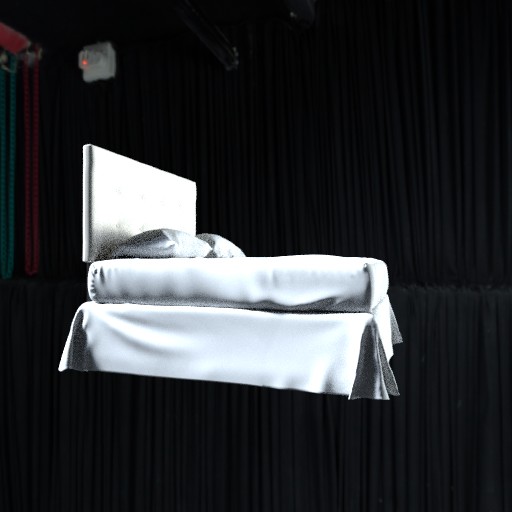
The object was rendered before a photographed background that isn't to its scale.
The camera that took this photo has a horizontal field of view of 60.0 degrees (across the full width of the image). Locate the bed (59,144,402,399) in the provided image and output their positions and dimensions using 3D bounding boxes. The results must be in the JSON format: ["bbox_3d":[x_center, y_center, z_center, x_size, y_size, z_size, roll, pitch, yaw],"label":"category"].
[{"bbox_3d":[0.000,0.000,3.570,2.222,1.577,1.936,0,-1,19],"label":"bed"}]
